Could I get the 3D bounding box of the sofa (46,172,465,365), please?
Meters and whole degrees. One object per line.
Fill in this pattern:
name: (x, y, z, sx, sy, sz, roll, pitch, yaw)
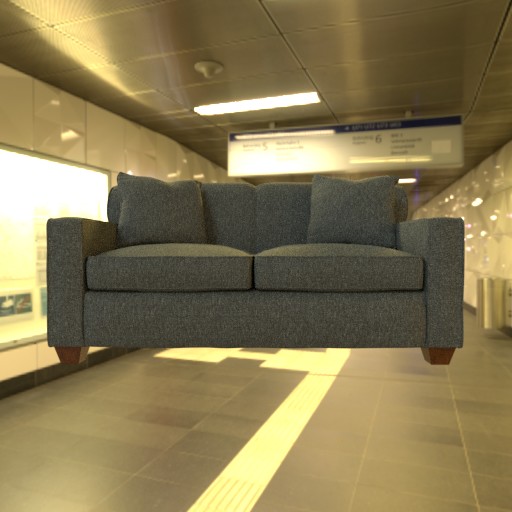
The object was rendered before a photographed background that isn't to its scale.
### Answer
sofa: (0.000, 0.000, 2.388, 1.846, 0.958, 0.998, 0, 1, 1)
